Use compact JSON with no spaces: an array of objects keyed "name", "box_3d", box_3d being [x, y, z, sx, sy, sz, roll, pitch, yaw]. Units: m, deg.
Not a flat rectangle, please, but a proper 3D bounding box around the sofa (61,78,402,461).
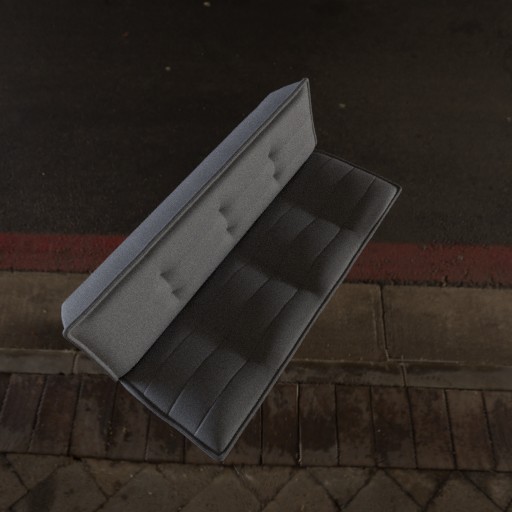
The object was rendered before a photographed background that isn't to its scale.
[{"name":"sofa","box_3d":[0.000,0.000,2.505,0.950,0.890,1.940,31,64,17]}]
